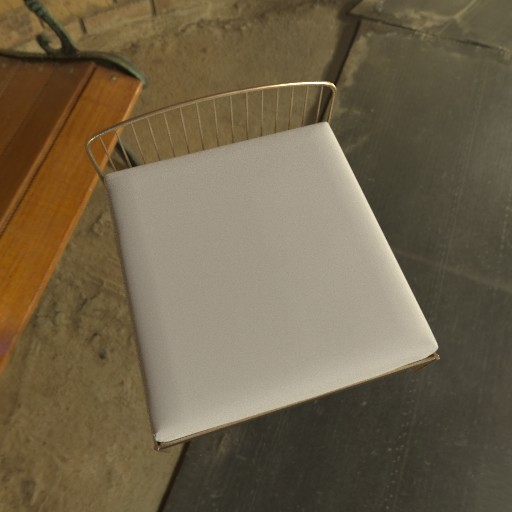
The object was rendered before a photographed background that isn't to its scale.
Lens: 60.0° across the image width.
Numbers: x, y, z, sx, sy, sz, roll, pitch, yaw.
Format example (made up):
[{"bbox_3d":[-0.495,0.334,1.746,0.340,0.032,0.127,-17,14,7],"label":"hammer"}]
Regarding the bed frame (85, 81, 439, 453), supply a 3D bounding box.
[{"bbox_3d":[0.000,0.000,3.290,2.016,1.174,2.152,-15,65,-7],"label":"bed frame"}]
